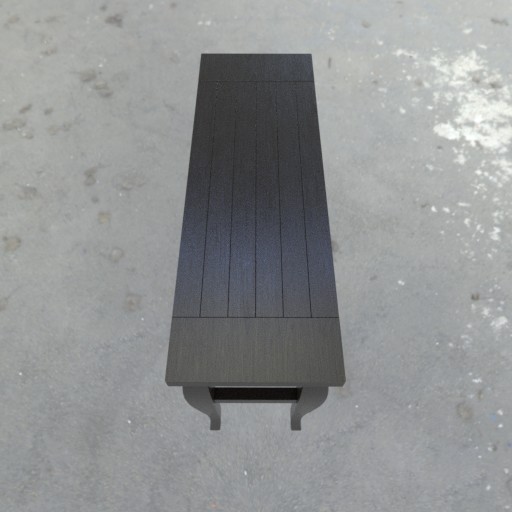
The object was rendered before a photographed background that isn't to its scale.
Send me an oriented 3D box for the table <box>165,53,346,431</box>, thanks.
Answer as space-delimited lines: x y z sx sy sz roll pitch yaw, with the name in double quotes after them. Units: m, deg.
0.000 0.000 1.477 0.373 0.768 1.062 0 58 0 "table"
